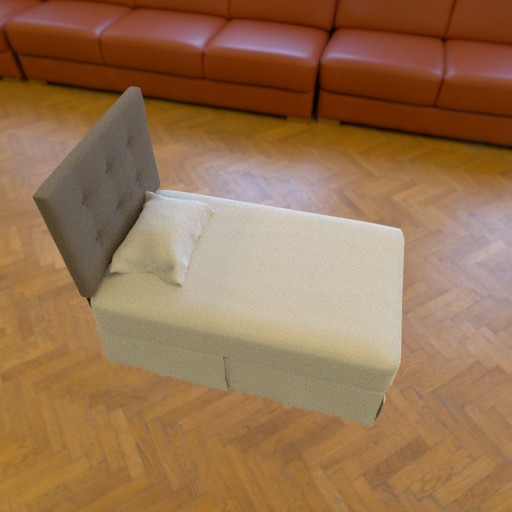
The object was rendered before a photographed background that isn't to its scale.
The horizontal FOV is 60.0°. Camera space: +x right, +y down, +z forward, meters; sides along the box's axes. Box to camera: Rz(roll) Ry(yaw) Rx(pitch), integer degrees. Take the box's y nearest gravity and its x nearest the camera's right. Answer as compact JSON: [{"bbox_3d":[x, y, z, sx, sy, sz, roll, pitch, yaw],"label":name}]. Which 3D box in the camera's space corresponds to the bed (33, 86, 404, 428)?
[{"bbox_3d":[0.000,0.000,2.929,1.997,1.571,1.261,10,49,9],"label":"bed"}]
